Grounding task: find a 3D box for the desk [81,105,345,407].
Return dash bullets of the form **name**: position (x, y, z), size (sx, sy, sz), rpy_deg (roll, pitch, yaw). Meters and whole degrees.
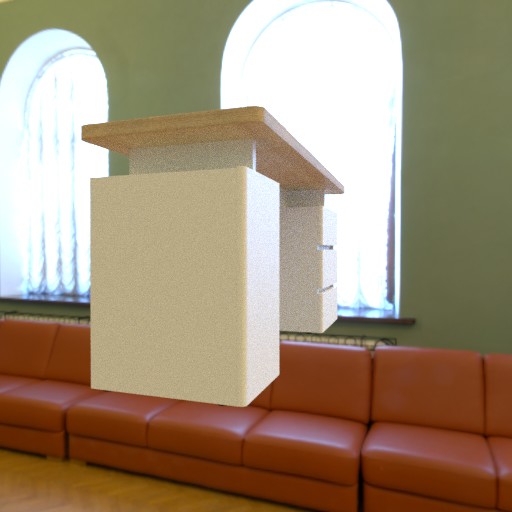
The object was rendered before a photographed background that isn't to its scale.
- **desk**: position (0.000, 0.000, 1.873), size (0.550, 0.755, 1.500), rpy_deg (0, 1, 19)
